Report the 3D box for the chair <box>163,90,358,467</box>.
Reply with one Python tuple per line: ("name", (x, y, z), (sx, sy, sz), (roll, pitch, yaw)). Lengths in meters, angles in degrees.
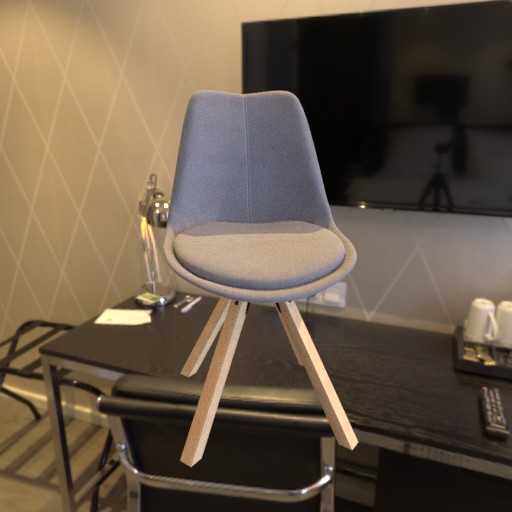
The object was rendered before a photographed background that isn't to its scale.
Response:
("chair", (0.000, 0.000, 1.174), (0.474, 0.863, 0.549), (-2, 16, -8))
